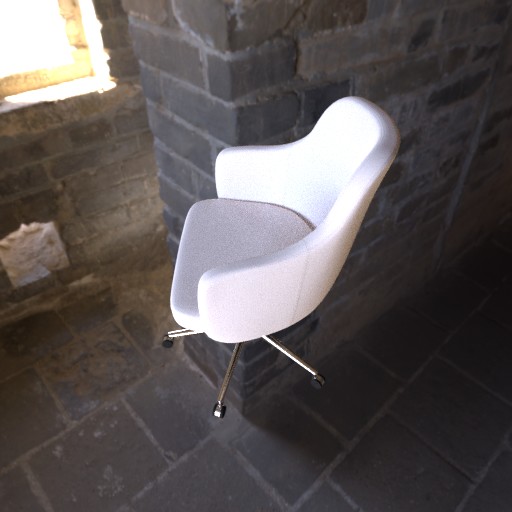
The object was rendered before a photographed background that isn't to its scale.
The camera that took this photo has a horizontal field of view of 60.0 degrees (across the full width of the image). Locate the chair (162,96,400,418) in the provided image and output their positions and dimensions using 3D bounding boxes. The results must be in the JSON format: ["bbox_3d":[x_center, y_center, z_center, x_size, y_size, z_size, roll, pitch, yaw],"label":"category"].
[{"bbox_3d":[0.000,0.000,1.283,0.647,0.819,0.602,0,41,0],"label":"chair"}]
